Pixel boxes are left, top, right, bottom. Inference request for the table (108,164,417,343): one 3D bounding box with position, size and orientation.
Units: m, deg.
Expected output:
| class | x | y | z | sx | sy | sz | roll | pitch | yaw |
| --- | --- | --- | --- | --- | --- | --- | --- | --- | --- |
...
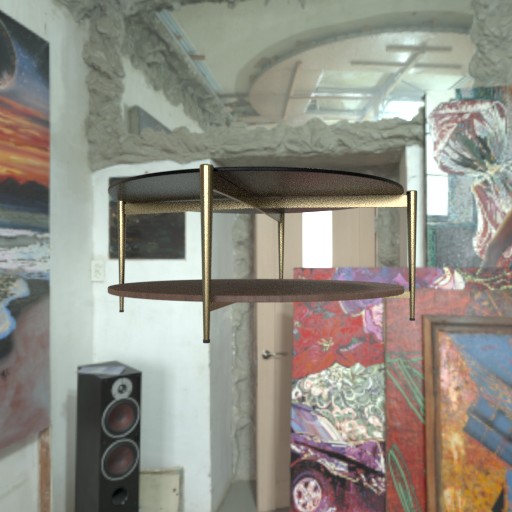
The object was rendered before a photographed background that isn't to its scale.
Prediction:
| class | x | y | z | sx | sy | sz | roll | pitch | yaw |
| --- | --- | --- | --- | --- | --- | --- | --- | --- | --- |
| table | 0.000 | 0.000 | 1.479 | 0.938 | 0.400 | 0.938 | 0 | -1 | -17 |
